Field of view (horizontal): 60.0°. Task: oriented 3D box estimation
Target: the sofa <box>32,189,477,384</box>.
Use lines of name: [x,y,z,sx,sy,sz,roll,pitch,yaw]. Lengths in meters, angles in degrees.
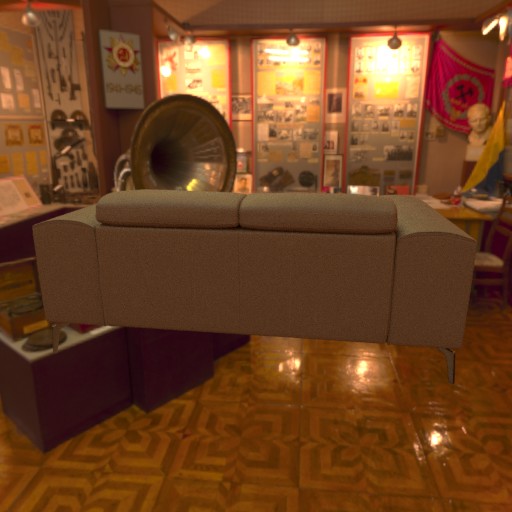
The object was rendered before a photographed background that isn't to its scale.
sofa: [0.000,0.000,2.357,1.895,0.779,1.003,2,17,8]
